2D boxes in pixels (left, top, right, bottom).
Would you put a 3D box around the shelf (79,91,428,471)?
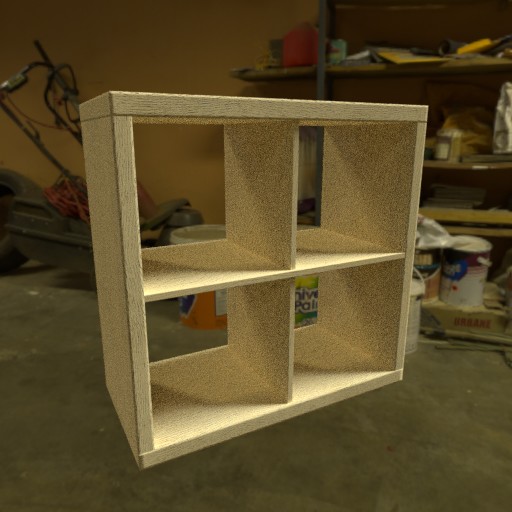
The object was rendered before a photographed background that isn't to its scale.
[{"bbox_3d":[0.000,0.000,1.219,0.790,0.786,0.390,-8,17,-27],"label":"shelf"}]
